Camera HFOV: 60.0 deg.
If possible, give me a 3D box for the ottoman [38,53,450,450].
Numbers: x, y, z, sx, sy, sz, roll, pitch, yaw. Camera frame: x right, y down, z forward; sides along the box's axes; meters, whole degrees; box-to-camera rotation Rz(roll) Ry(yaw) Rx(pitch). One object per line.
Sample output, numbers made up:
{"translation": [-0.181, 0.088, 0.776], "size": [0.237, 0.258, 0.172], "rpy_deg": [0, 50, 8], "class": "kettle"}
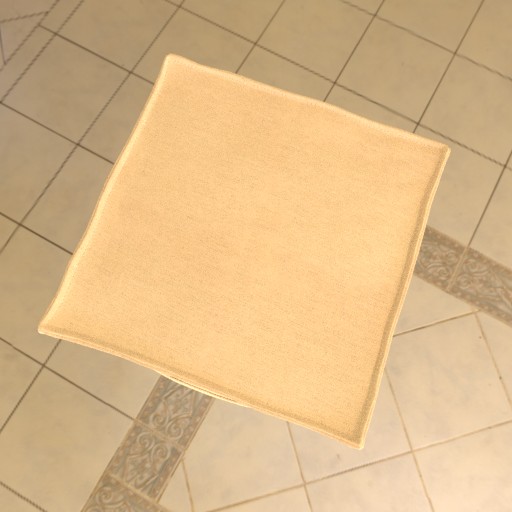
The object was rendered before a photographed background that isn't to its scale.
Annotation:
{"translation": [0.000, 0.000, 1.122], "size": [0.707, 0.470, 0.696], "rpy_deg": [19, 77, 5], "class": "ottoman"}
